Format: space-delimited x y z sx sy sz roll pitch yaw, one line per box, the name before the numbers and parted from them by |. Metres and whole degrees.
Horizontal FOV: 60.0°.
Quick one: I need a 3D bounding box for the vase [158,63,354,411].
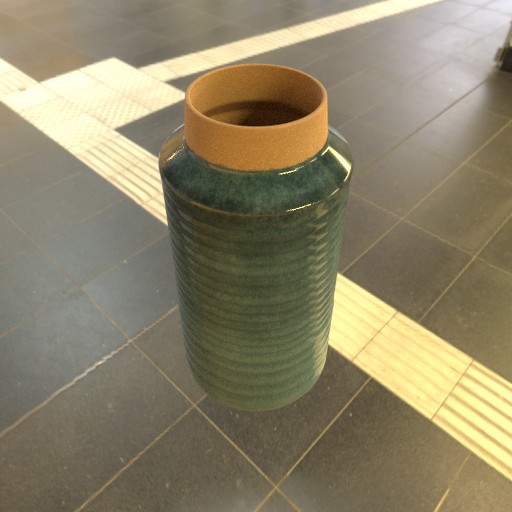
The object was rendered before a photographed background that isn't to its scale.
vase | 0.000 0.000 0.412 0.163 0.316 0.163 0 46 0
